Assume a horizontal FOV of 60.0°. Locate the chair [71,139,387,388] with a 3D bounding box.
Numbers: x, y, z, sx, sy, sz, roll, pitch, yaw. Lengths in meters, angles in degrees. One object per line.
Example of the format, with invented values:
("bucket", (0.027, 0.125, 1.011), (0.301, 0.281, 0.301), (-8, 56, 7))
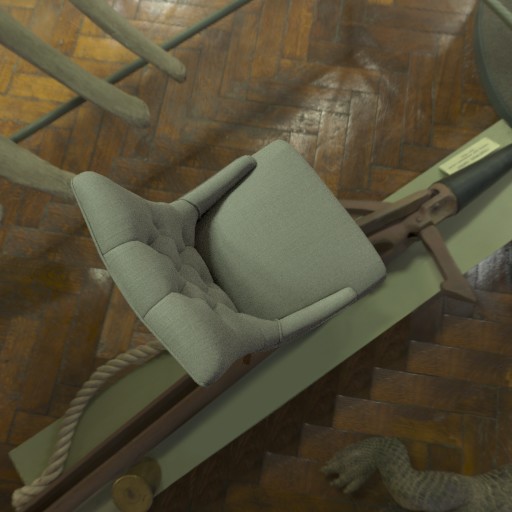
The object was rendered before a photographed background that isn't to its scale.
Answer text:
("chair", (0.000, 0.000, 1.194), (0.565, 0.874, 0.509), (-34, 78, -8))
